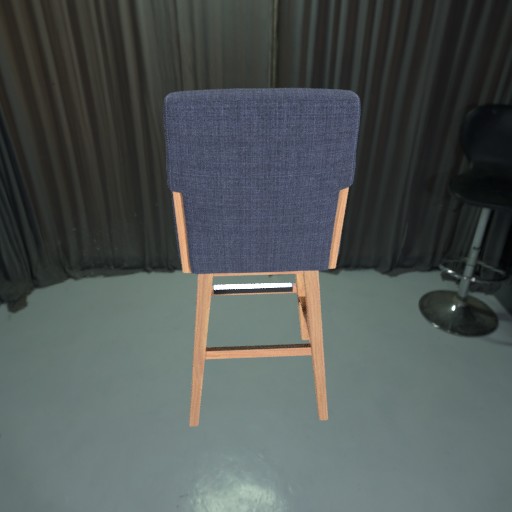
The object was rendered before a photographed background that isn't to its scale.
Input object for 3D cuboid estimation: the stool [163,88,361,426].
[{"bbox_3d":[0.000,0.000,1.432,0.483,1.112,0.570,-2,30,-3],"label":"stool"}]
